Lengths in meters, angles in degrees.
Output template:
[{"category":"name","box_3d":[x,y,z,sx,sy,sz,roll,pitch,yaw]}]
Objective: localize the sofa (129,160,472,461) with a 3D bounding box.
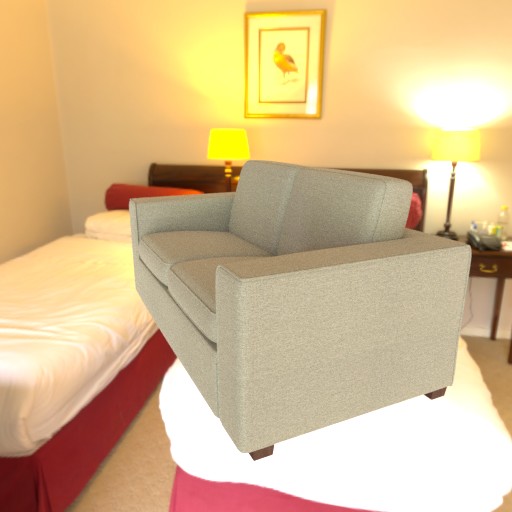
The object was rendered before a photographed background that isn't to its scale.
[{"category":"sofa","box_3d":[0.000,0.000,2.358,1.007,0.924,1.812,-7,17,-25]}]
